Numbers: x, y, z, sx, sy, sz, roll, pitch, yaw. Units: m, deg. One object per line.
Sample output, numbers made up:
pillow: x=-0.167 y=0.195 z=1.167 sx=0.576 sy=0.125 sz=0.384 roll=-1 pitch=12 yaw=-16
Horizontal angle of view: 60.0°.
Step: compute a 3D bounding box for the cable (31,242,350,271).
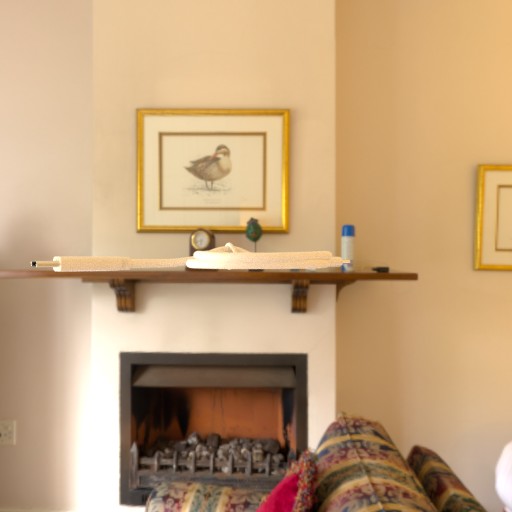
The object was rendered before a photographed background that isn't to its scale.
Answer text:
cable: x=0.000 y=0.000 z=0.215 sx=0.186 sy=0.014 sz=0.070 roll=0 pitch=0 yaw=-37
